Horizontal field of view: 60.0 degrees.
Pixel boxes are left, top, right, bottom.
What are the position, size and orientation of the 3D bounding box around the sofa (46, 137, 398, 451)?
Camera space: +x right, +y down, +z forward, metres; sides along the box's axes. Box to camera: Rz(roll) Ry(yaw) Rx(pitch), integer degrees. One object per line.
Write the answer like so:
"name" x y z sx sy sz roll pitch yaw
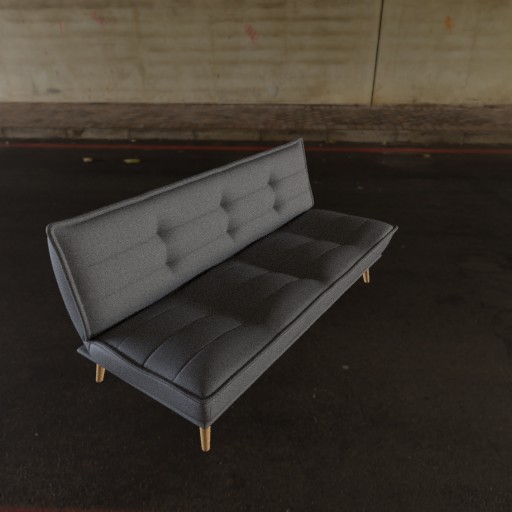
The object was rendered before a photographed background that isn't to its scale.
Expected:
"sofa" 0.000 0.000 2.434 0.950 0.890 1.940 18 32 31
